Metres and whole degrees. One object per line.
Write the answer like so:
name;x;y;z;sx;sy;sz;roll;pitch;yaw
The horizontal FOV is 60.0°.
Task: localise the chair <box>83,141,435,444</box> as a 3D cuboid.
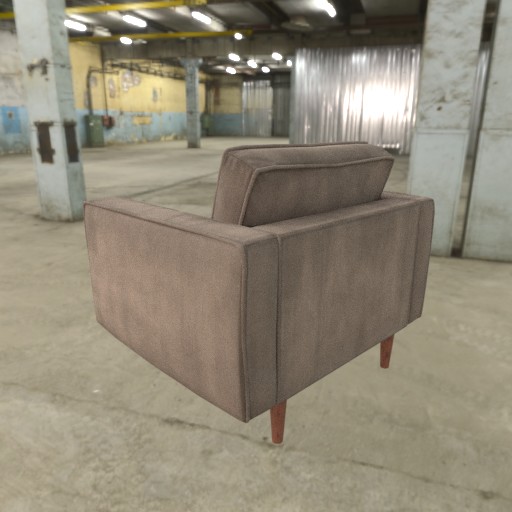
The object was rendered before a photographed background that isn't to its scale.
chair;0.000;0.000;1.535;0.928;0.773;0.843;-15;22;-42
